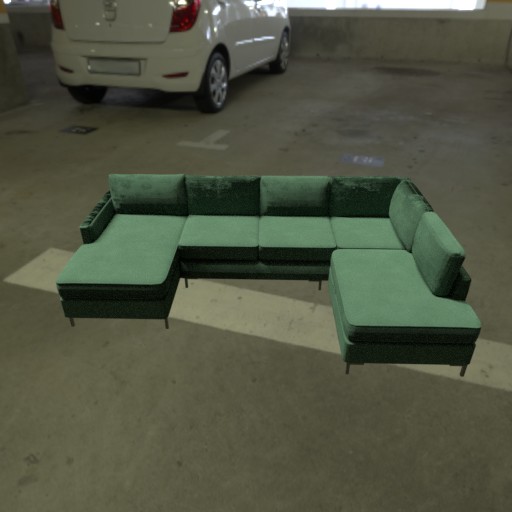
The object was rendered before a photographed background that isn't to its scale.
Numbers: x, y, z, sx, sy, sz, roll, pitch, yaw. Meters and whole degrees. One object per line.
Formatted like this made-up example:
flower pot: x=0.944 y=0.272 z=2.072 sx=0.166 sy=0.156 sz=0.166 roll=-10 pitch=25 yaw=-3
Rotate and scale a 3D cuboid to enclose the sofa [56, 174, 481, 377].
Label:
sofa: x=0.000 y=0.000 z=4.186 sx=3.434 sy=0.992 sz=2.055 roll=1 pitch=31 yaw=1
